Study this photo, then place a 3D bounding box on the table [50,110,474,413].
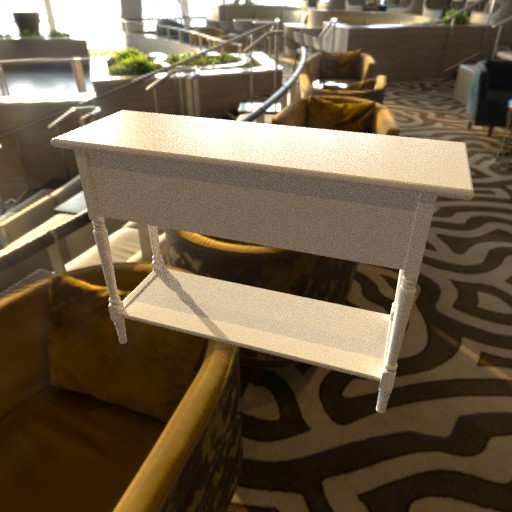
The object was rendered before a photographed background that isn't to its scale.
[{"bbox_3d":[0.000,0.000,1.542,1.191,0.814,0.386,11,33,16],"label":"table"}]
